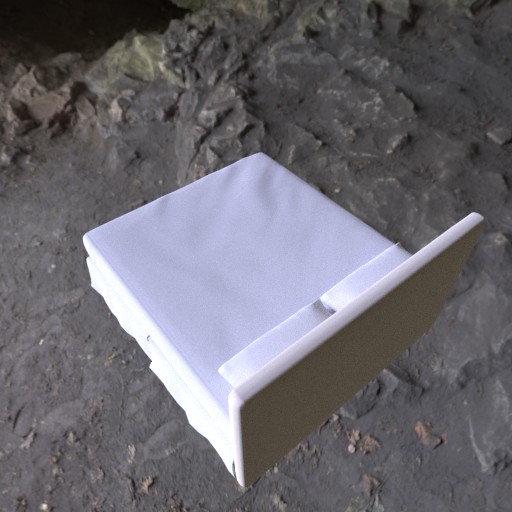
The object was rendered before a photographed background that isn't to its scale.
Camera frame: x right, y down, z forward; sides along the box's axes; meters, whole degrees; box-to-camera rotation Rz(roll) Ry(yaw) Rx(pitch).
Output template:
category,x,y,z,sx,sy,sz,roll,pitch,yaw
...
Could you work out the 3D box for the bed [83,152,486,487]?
category,x,y,z,sx,sy,sz,roll,pitch,yaw
bed,0.000,0.000,3.512,2.119,1.317,2.341,-31,54,-25
